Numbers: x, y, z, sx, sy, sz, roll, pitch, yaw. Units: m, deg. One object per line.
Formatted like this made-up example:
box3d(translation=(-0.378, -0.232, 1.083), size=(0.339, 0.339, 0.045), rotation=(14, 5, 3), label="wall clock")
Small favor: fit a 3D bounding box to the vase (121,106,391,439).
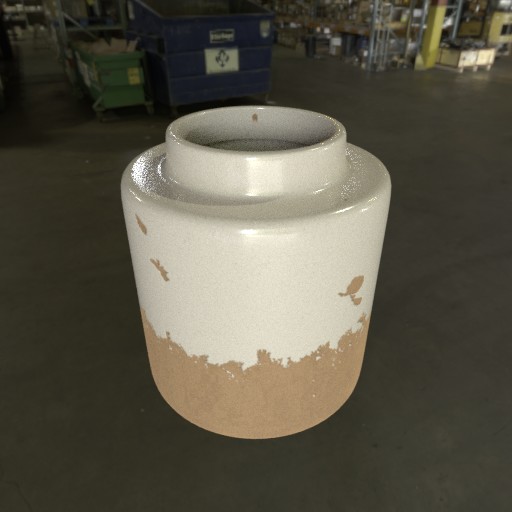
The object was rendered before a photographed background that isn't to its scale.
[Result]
box3d(translation=(0.000, 0.000, 0.286), size=(0.153, 0.167, 0.153), rotation=(0, 31, 0), label="vase")
